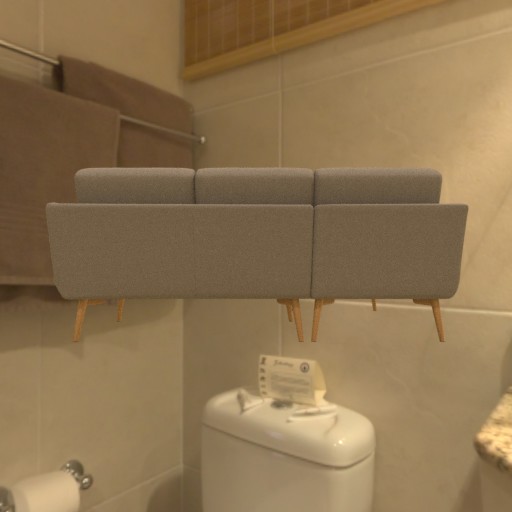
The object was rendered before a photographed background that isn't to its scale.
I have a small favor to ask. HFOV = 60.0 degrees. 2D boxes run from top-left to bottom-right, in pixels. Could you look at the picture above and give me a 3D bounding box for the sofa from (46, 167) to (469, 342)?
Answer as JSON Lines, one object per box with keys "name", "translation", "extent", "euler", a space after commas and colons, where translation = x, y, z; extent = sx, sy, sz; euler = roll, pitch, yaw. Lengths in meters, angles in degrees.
{"name": "sofa", "translation": [0.000, 0.000, 2.811], "extent": [2.040, 0.860, 1.530], "euler": [0, 0, 0]}
